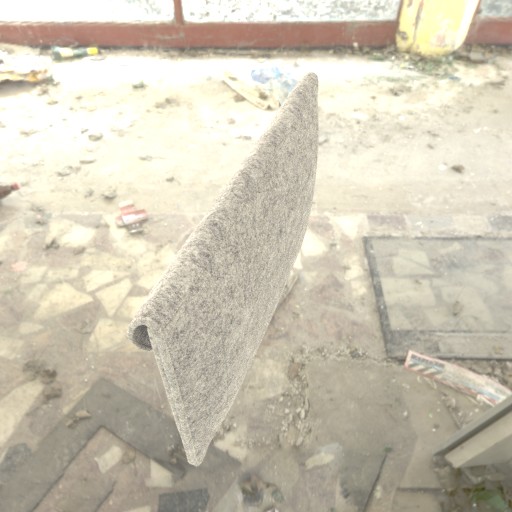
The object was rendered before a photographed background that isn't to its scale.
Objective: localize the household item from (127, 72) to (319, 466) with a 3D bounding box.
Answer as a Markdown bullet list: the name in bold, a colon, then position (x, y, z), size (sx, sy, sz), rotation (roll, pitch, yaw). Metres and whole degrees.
- **household item**: position (0.000, 0.000, 0.426), size (0.057, 0.221, 0.335), rotation (15, 48, 14)
